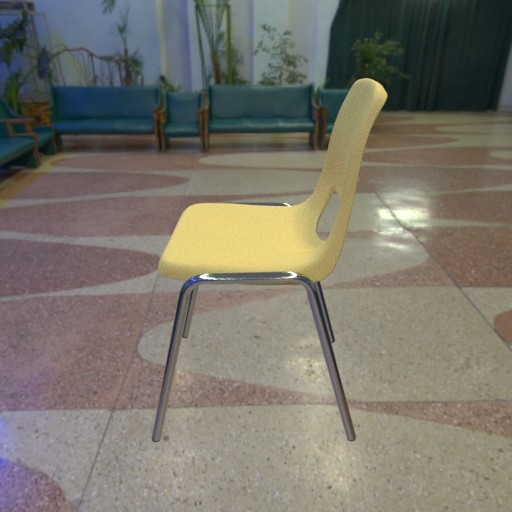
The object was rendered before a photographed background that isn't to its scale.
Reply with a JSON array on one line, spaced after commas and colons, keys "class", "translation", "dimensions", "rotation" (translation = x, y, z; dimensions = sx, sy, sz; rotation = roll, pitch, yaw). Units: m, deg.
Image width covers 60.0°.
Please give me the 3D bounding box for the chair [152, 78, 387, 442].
[{"class": "chair", "translation": [0.000, 0.000, 0.947], "dimensions": [0.436, 0.704, 0.381], "rotation": [1, 27, 1]}]
